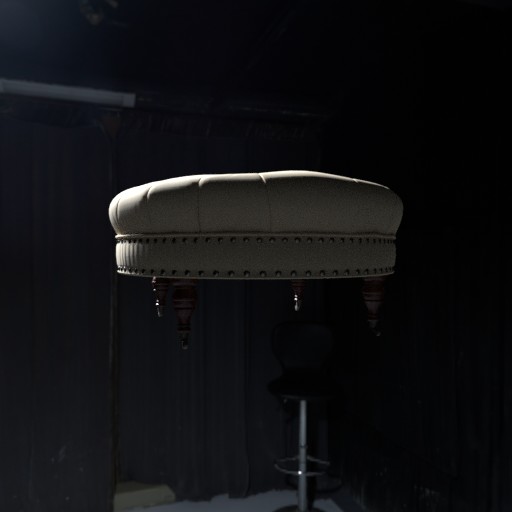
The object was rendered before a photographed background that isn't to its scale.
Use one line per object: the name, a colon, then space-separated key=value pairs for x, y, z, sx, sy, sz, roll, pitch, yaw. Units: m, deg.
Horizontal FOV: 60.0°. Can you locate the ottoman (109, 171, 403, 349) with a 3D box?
ottoman: x=0.000 y=0.000 z=1.418 sx=0.901 sy=0.439 sz=0.901 roll=0 pitch=1 yaw=0
